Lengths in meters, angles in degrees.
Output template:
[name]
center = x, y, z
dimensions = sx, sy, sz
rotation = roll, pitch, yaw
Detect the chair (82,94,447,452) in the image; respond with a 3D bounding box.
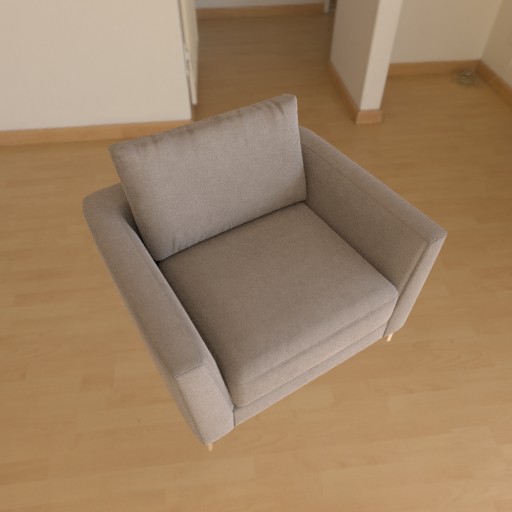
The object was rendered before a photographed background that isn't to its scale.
[chair]
center = 0.000, 0.000, 1.702
dimensions = 1.041, 0.864, 0.889
rotation = -24, 51, -21
